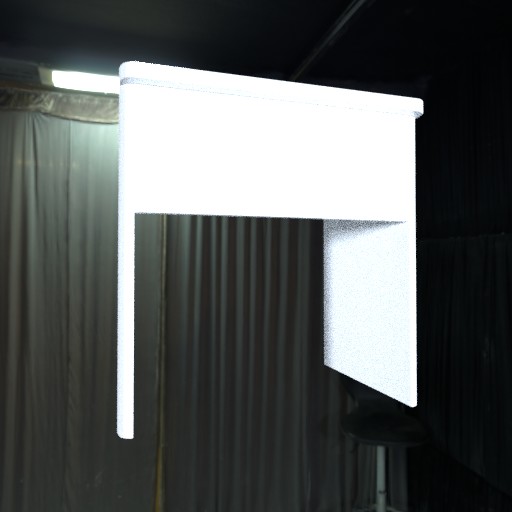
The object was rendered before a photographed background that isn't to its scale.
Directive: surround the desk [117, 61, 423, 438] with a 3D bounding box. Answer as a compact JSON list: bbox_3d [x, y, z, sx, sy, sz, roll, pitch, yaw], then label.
[{"bbox_3d":[0.000,0.000,1.284,0.762,0.800,0.549,0,-1,-17],"label":"desk"}]
